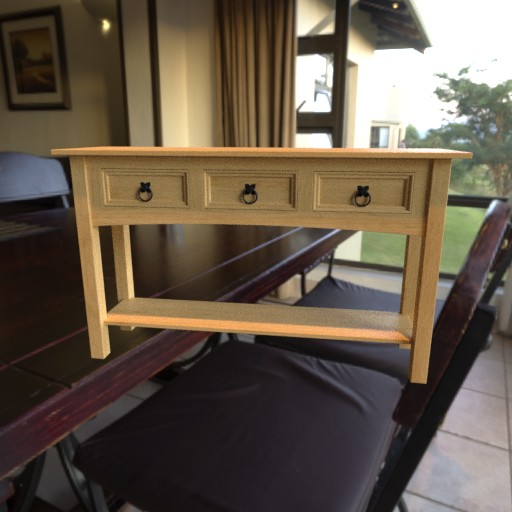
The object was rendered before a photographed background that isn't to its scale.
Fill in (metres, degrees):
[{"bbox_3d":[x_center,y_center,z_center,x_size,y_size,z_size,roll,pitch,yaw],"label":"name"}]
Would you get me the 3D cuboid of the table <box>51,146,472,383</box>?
[{"bbox_3d":[0.000,0.000,1.553,1.240,0.730,0.350,2,16,8],"label":"table"}]
